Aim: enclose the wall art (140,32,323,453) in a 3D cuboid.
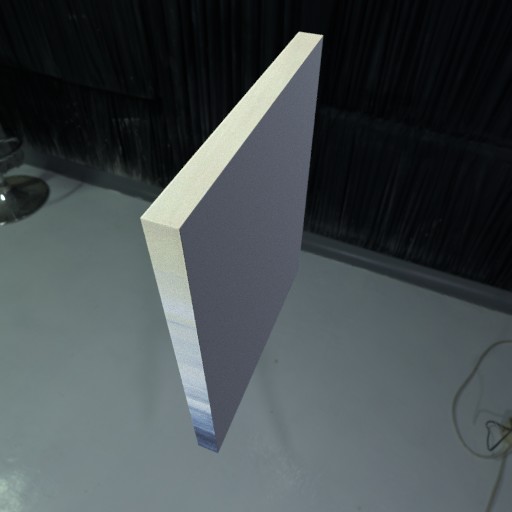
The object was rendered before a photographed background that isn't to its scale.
[{"bbox_3d":[0.000,0.000,0.691,0.037,0.511,0.435,16,49,15],"label":"wall art"}]
